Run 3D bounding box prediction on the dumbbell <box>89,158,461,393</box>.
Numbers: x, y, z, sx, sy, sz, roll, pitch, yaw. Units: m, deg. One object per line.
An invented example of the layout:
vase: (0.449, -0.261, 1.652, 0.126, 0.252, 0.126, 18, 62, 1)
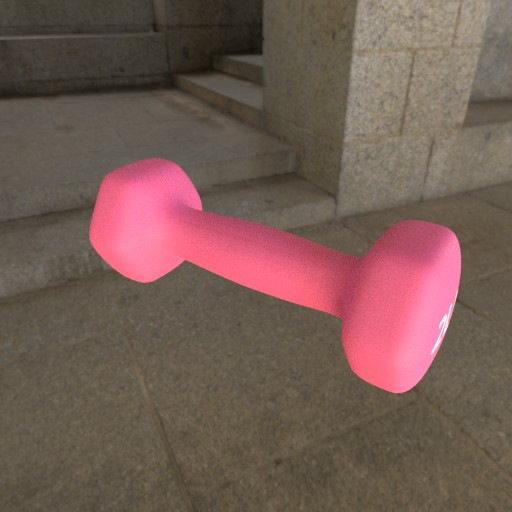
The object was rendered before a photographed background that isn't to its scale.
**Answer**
dumbbell: (0.000, 0.000, 0.175, 0.146, 0.053, 0.058, 19, 35, 29)
